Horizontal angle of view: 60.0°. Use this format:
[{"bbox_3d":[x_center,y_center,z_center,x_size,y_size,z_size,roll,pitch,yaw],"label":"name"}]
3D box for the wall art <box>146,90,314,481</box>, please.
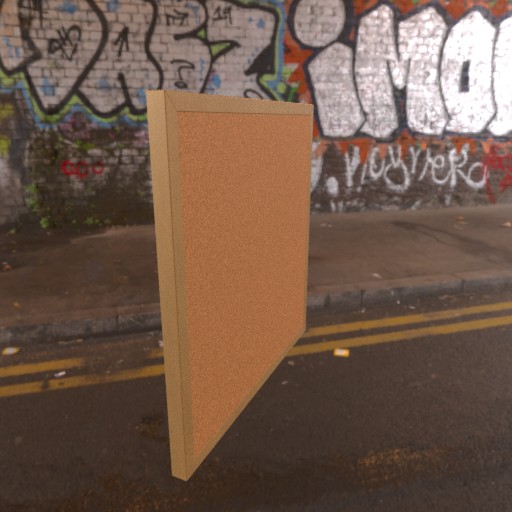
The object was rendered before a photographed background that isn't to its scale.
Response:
[{"bbox_3d":[0.000,0.000,1.146,0.037,0.763,0.763,8,19,24],"label":"wall art"}]
